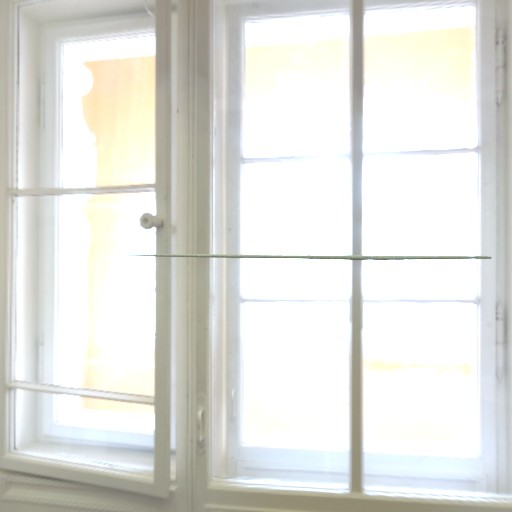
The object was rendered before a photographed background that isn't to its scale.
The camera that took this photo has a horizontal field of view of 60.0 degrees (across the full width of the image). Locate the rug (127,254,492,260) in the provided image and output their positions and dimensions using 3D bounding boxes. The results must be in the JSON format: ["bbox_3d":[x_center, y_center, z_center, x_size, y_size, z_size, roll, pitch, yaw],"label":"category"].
[{"bbox_3d":[0.000,0.000,2.403,0.662,0.011,2.196,0,1,-35],"label":"rug"}]
